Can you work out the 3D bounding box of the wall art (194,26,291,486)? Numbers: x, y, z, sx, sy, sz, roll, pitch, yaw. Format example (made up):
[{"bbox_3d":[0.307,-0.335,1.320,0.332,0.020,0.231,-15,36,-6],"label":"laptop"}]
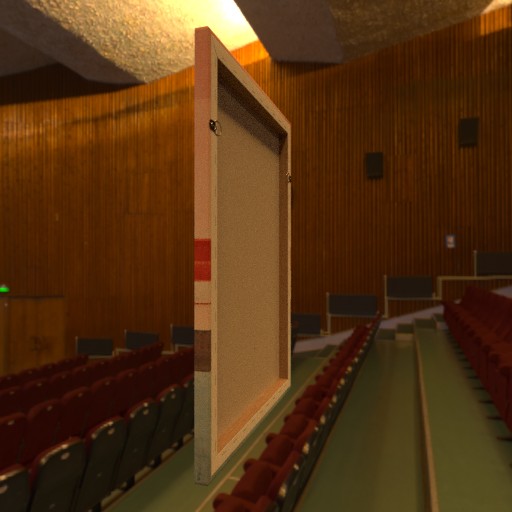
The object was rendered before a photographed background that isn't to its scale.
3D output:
[{"bbox_3d":[0.000,0.000,1.344,0.039,1.016,0.761,0,0,18],"label":"wall art"}]
